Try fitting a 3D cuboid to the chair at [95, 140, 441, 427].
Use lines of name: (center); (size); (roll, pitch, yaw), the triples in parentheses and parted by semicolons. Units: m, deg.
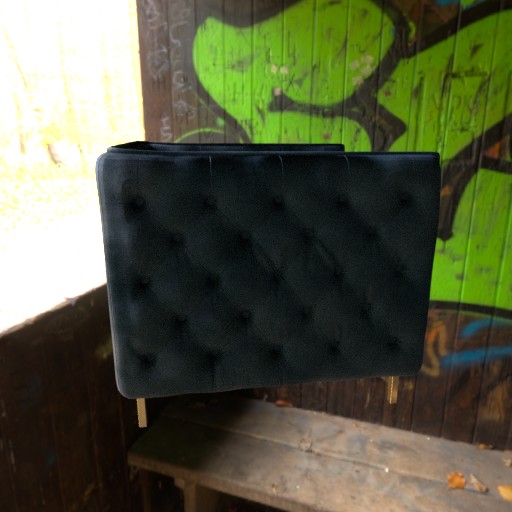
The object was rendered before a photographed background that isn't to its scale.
chair: (0.000, 0.000, 1.545); (0.877, 0.771, 0.868); (-2, 16, -8)
